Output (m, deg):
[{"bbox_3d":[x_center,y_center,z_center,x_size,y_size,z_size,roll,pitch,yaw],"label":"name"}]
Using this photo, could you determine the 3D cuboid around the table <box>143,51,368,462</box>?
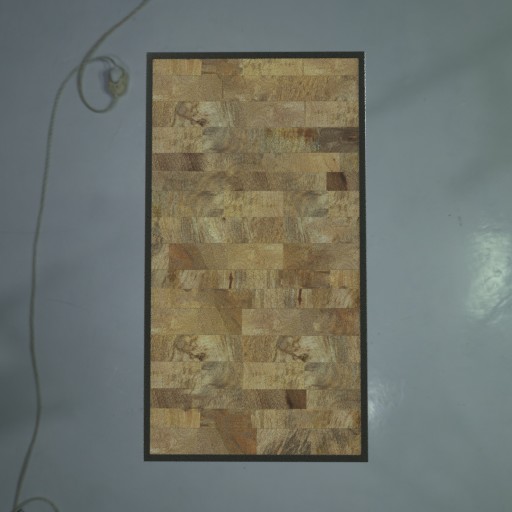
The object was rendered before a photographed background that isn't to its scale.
[{"bbox_3d":[0.000,0.000,1.492,0.649,0.398,1.199,0,88,0],"label":"table"}]
